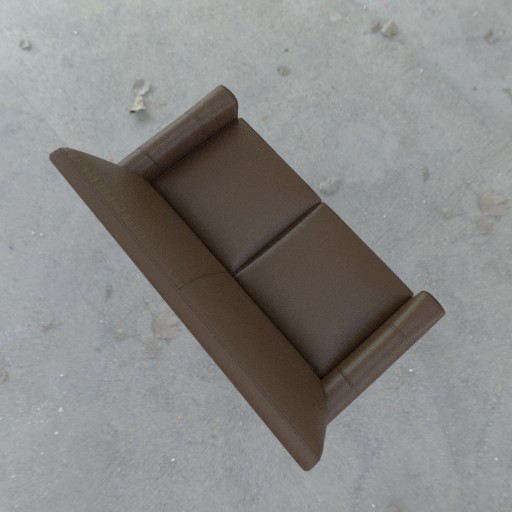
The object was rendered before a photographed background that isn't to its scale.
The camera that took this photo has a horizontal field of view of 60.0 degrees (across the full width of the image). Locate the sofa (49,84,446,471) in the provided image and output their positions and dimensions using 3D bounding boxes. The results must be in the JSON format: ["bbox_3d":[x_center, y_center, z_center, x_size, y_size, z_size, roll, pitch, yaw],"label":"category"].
[{"bbox_3d":[0.000,0.000,2.027,0.853,0.859,1.468,-40,78,-10],"label":"sofa"}]
